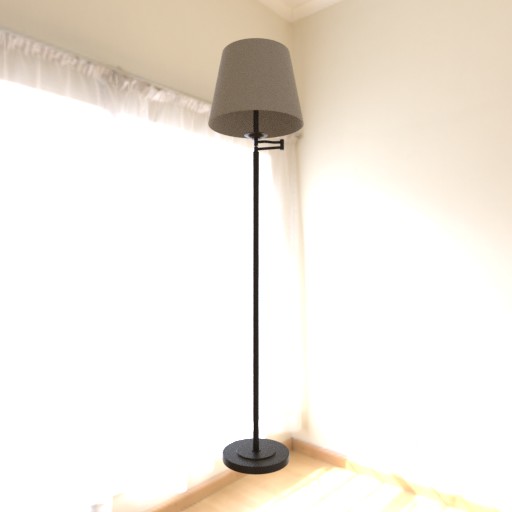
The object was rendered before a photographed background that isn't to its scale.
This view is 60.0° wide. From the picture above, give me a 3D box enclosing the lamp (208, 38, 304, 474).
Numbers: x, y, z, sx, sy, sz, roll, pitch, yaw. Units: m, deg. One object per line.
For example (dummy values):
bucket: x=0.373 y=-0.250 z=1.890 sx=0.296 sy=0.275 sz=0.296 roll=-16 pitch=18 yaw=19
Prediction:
lamp: x=0.000 y=0.000 z=1.617 sx=0.348 sy=1.473 sz=0.348 roll=0 pitch=0 yaw=16
